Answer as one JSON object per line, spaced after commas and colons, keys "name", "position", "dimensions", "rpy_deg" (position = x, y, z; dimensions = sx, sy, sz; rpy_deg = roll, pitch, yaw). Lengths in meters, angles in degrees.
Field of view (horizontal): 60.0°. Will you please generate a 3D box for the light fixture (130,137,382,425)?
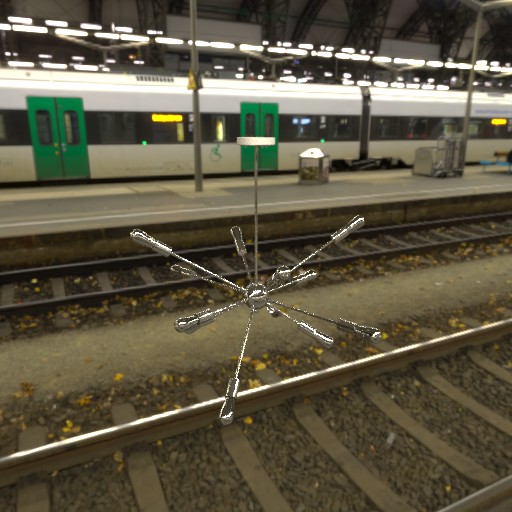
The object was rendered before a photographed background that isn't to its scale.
{"name": "light fixture", "position": [0.000, 0.000, 1.082], "dimensions": [0.684, 0.558, 0.509], "rpy_deg": [14, 21, 41]}
